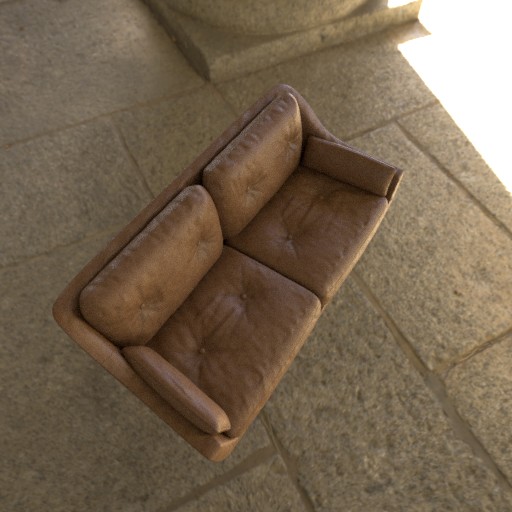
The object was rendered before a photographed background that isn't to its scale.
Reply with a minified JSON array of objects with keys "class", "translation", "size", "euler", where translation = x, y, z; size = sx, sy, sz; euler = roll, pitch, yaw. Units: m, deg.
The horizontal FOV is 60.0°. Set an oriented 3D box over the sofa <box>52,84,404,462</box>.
[{"class":"sofa","translation":[0.000,0.000,2.384],"size":[0.904,0.839,1.902],"euler":[29,62,18]}]
